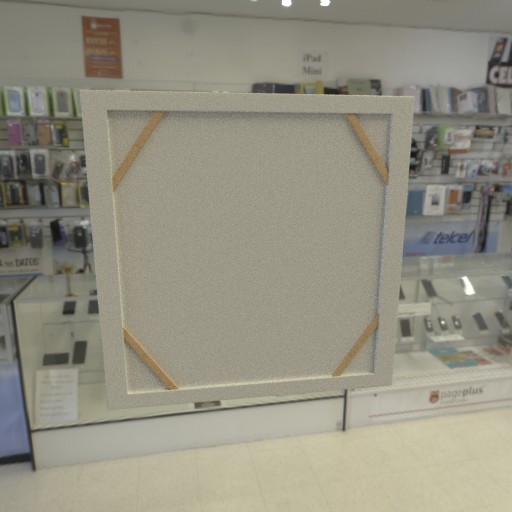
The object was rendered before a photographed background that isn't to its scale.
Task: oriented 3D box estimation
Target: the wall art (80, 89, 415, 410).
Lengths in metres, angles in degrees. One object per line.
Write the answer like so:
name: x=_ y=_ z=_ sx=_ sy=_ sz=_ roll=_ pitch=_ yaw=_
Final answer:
wall art: x=0.000 y=0.000 z=1.580 sx=1.092 sy=1.091 sz=0.051 roll=-2 pitch=14 yaw=-9
